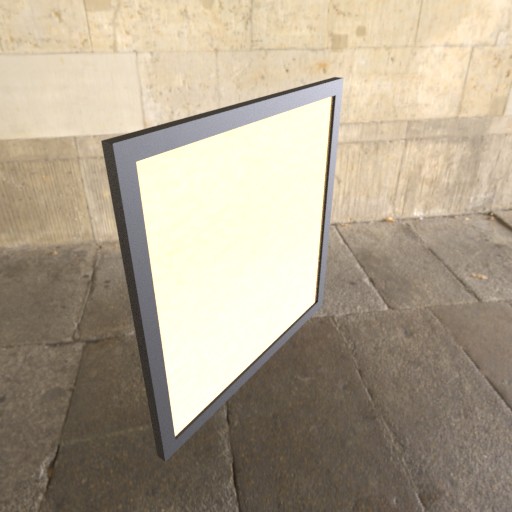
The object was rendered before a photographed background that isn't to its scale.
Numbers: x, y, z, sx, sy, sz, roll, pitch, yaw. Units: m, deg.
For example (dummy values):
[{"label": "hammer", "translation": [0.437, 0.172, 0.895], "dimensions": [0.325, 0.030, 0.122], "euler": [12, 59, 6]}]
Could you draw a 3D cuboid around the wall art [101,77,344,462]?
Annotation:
[{"label": "wall art", "translation": [0.000, 0.000, 0.527], "dimensions": [0.013, 0.356, 0.356], "euler": [20, 36, 31]}]
